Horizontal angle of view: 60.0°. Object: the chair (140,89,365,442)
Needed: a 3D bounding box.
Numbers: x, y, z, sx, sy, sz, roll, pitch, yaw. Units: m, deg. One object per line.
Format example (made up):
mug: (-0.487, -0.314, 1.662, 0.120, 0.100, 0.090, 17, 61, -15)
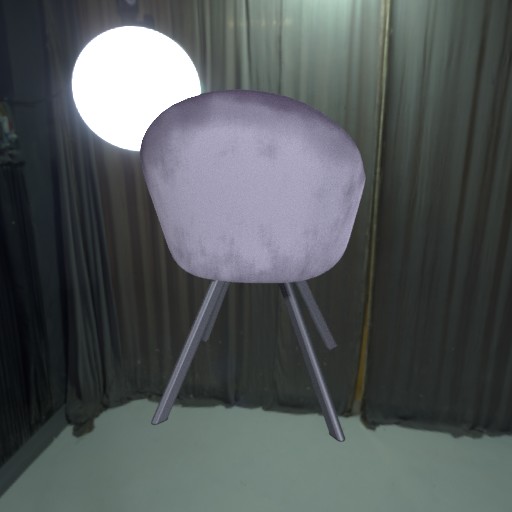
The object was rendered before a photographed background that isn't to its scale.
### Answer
chair: (0.000, 0.000, 1.183, 0.550, 0.795, 0.590, 2, 16, 7)
